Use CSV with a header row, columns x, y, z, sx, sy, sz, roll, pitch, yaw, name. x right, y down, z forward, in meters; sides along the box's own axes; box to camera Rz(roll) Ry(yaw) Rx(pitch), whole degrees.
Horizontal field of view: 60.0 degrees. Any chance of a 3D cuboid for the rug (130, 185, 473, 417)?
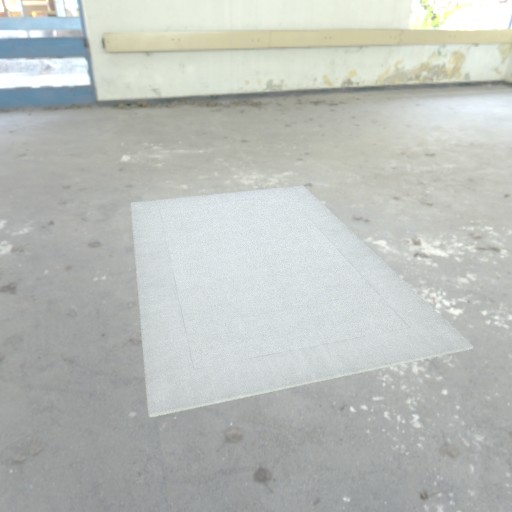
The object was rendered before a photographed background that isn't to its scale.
x,y,z,sx,sy,sz,roll,pitch,yaw,name
0.000,0.000,2.315,1.219,0.013,1.829,-8,30,-14,rug
